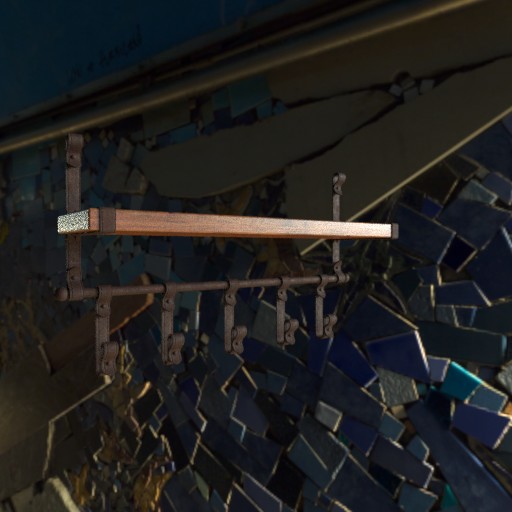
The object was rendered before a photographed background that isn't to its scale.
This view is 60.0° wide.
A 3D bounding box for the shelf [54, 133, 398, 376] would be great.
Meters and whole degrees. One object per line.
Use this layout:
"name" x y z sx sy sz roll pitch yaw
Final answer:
"shelf" 0.000 0.000 0.699 0.567 0.330 0.146 -1 1 -37
